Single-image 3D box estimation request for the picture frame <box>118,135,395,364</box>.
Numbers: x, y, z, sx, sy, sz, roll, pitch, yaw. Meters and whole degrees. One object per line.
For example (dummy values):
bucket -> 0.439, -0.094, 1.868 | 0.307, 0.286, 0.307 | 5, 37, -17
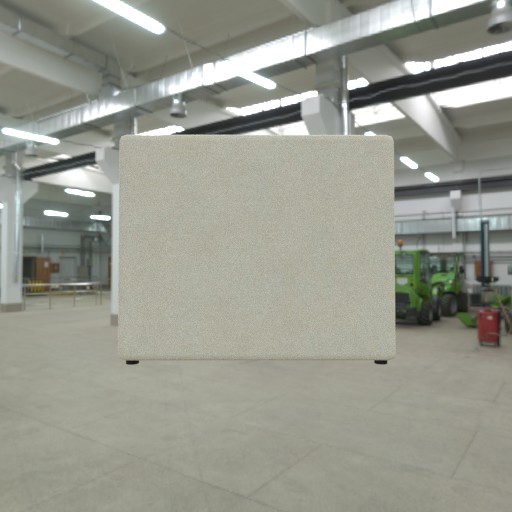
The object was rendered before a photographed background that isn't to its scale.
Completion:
picture frame -> 0.000, 0.000, 2.773 | 1.069, 0.891, 2.161 | 0, -1, 0
